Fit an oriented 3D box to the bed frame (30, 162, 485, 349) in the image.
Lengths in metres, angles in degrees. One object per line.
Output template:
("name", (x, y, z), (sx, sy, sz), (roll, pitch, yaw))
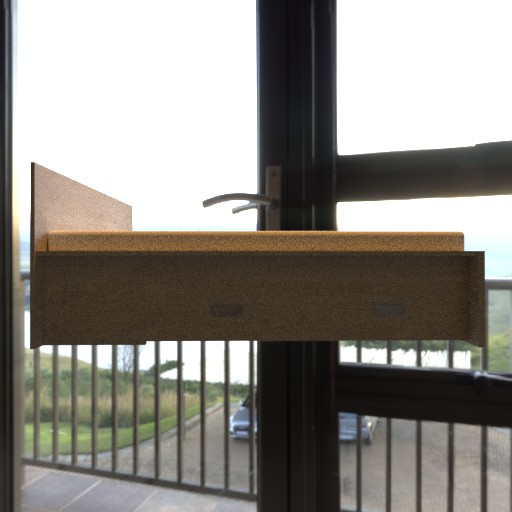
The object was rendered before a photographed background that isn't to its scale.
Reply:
("bed frame", (0.000, 0.000, 2.719), (1.960, 0.800, 1.622), (0, 0, -1))
